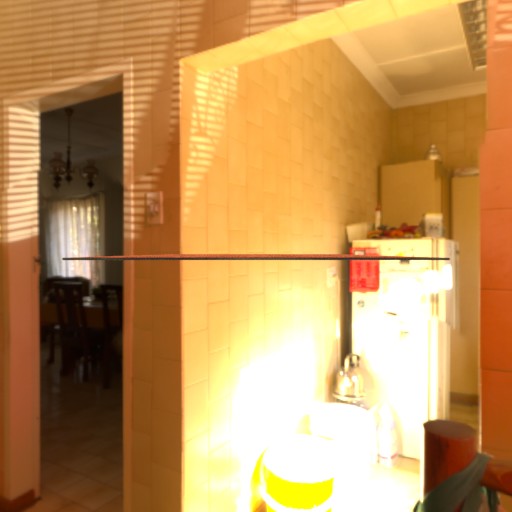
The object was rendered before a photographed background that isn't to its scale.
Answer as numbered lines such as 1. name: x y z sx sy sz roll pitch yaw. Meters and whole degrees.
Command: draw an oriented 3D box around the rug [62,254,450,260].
1. rug: 0.000 0.000 2.302 1.221 0.009 1.825 0 1 0
